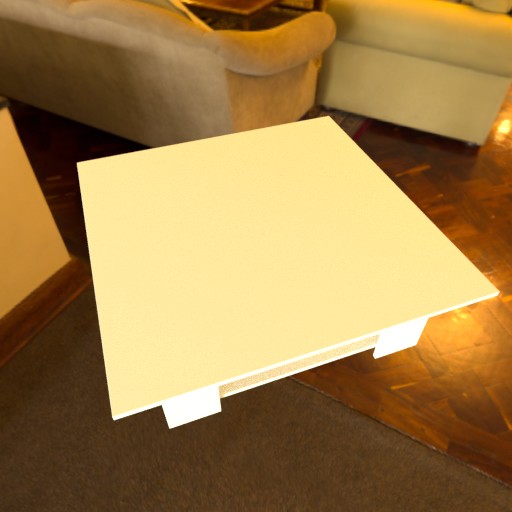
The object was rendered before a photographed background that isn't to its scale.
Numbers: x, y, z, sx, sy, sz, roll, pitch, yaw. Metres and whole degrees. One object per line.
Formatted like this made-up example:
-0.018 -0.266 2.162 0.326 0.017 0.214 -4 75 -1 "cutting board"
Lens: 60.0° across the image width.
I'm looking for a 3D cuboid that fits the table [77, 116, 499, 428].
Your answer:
0.000 0.000 1.332 0.890 0.305 0.890 -14 47 -14 "table"
